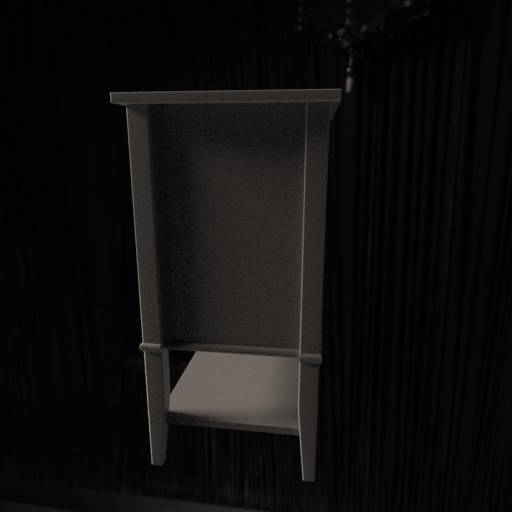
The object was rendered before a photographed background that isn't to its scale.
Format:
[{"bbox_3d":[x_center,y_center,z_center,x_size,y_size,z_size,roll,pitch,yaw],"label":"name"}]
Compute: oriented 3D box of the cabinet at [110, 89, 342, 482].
[{"bbox_3d":[0.000,0.000,1.224,0.396,0.780,0.801,2,15,8],"label":"cabinet"}]
